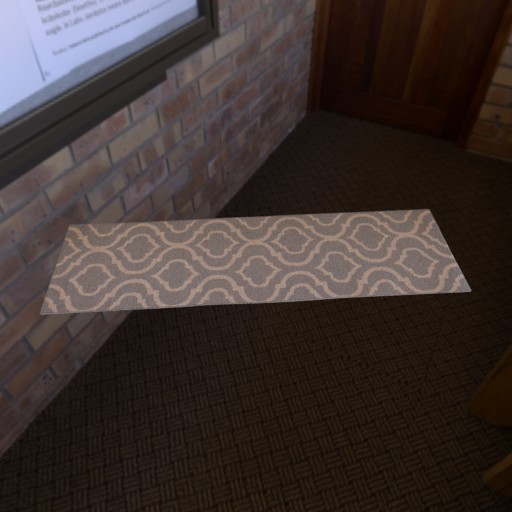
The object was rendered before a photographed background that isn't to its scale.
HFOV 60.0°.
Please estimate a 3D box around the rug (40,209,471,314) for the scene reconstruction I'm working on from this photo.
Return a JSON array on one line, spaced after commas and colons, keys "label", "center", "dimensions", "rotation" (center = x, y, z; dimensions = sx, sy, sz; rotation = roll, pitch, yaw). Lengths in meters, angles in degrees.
[{"label": "rug", "center": [0.000, 0.000, 2.560], "dimensions": [2.275, 0.009, 0.684], "rotation": [-3, 46, -3]}]
